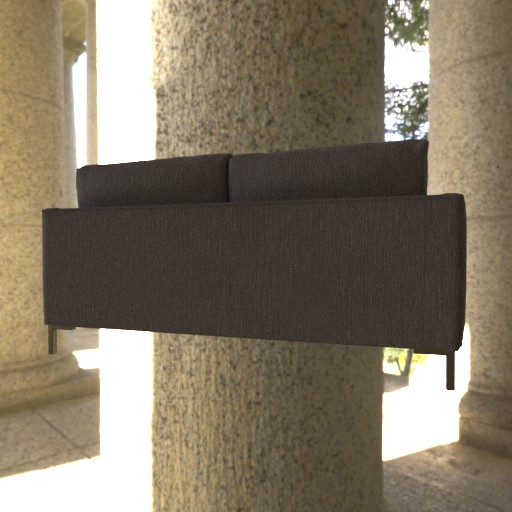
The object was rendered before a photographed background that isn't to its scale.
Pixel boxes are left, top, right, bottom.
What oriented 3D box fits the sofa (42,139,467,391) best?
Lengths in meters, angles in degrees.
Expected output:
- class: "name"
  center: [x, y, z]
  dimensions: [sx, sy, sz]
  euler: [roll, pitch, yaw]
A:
- class: "sofa"
  center: [0.000, 0.000, 2.048]
  dimensions: [1.682, 0.840, 0.875]
  euler: [0, 1, 18]
